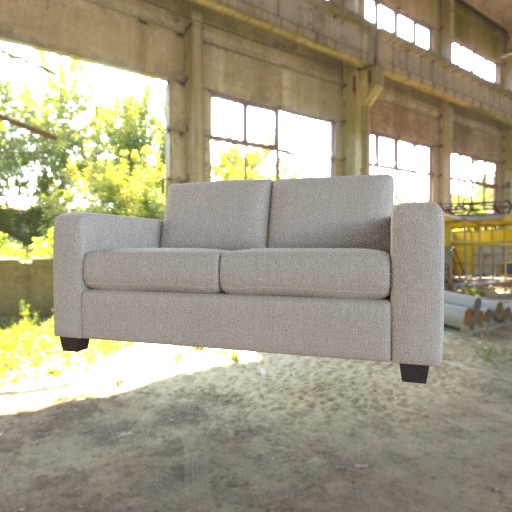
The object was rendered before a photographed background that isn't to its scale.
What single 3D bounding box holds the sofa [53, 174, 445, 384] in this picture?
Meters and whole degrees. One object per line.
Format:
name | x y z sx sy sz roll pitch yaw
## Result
sofa | 0.000 0.000 2.043 1.540 0.800 0.900 0 1 18
